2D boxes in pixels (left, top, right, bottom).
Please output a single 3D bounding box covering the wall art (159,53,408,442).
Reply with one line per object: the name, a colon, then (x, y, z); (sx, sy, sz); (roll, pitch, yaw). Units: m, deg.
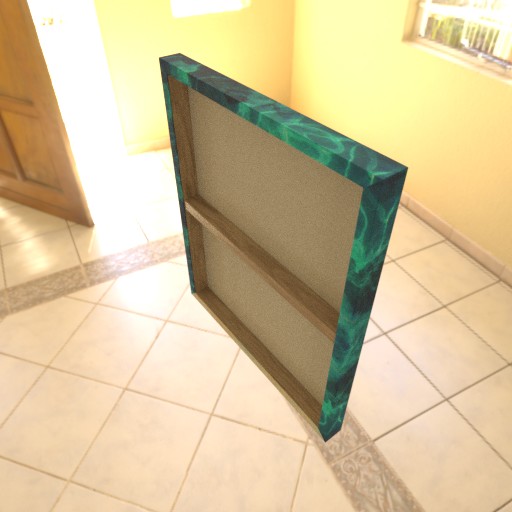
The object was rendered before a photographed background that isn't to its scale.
wall art: (0.000, 0.000, 0.709); (0.038, 0.508, 0.432); (-27, 48, -27)
